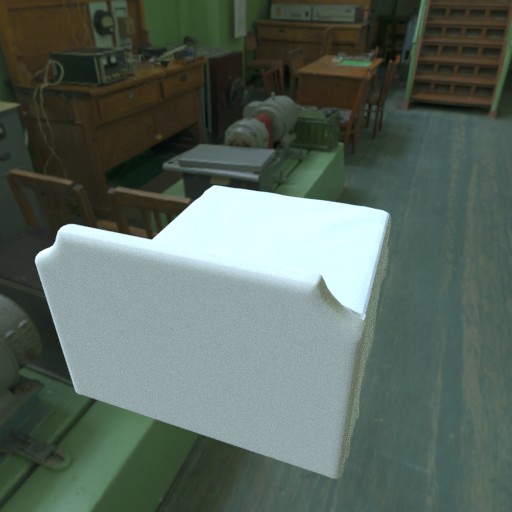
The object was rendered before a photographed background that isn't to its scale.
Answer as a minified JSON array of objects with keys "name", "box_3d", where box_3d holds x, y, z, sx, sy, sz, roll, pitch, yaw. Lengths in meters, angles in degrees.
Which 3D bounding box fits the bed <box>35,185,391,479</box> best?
[{"name":"bed","box_3d":[0.000,0.000,3.744,2.134,1.524,2.548,11,34,17]}]
